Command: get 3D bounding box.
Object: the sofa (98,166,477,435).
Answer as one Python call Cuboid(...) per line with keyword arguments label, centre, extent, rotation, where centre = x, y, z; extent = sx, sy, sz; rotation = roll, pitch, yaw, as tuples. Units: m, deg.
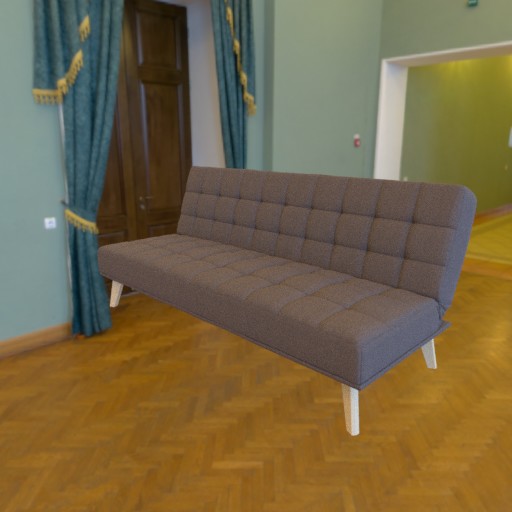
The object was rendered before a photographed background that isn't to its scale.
Cuboid(label="sofa", centre=(0.000, 0.000, 2.265), extent=(1.800, 0.810, 0.860), rotation=(14, 21, 43))
